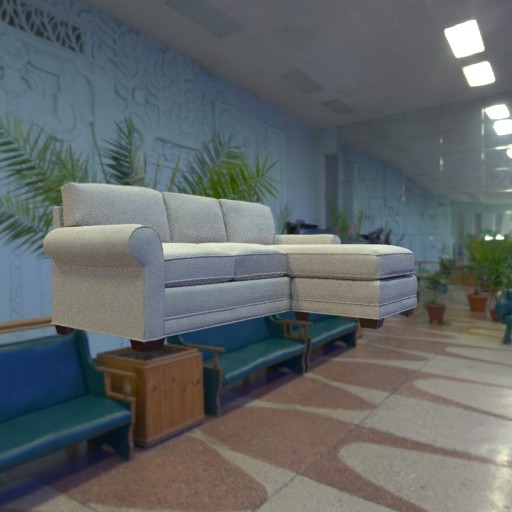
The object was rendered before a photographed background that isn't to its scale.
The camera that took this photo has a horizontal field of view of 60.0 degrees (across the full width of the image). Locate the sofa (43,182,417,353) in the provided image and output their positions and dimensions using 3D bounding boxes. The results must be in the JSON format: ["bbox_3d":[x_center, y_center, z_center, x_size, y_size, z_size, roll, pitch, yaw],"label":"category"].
[{"bbox_3d":[0.000,0.000,2.387,1.226,0.734,1.770,1,1,37],"label":"sofa"}]
